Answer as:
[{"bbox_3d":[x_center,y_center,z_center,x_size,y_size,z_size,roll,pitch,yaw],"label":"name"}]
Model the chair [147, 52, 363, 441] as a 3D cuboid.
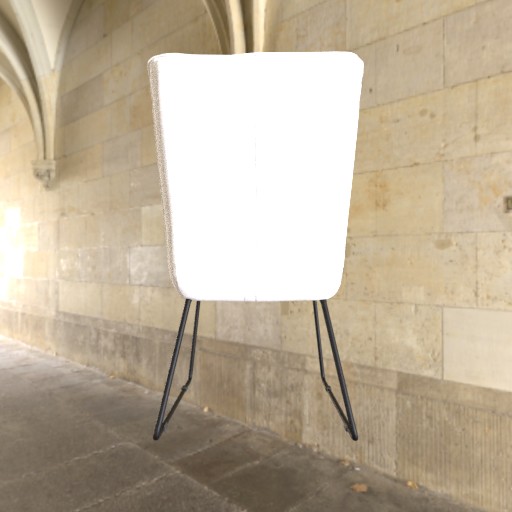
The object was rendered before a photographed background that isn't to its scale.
[{"bbox_3d":[0.000,0.000,1.324,0.515,0.930,0.688,0,-1,0],"label":"chair"}]
